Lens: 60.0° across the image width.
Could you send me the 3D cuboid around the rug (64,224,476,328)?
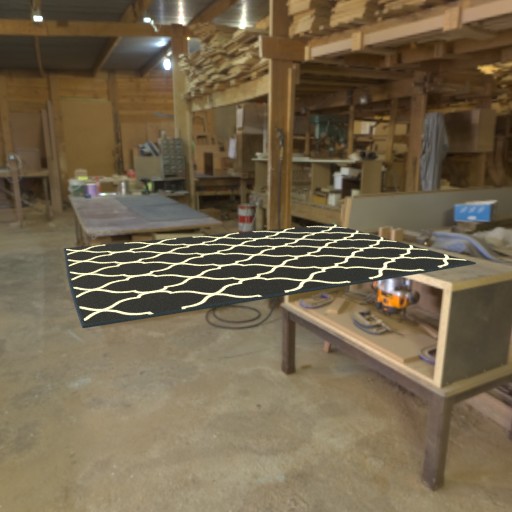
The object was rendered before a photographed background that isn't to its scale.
[{"bbox_3d":[0.000,0.000,2.916,2.294,0.014,1.528,-7,16,-25],"label":"rug"}]
